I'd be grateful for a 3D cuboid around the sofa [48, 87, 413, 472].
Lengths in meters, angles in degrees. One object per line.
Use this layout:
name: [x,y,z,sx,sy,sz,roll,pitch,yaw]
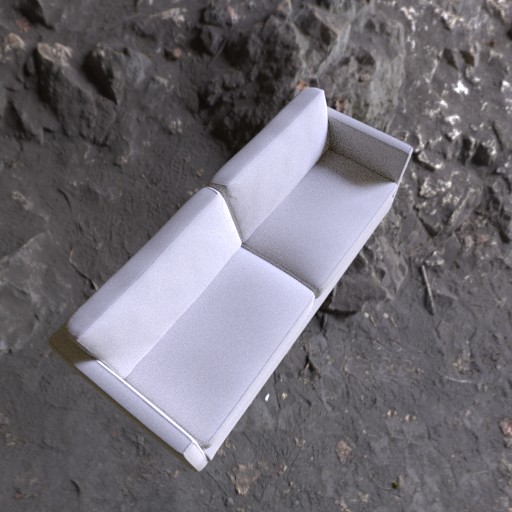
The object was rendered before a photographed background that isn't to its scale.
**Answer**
sofa: [0.000,0.000,2.807,0.951,0.962,2.361,32,64,18]
